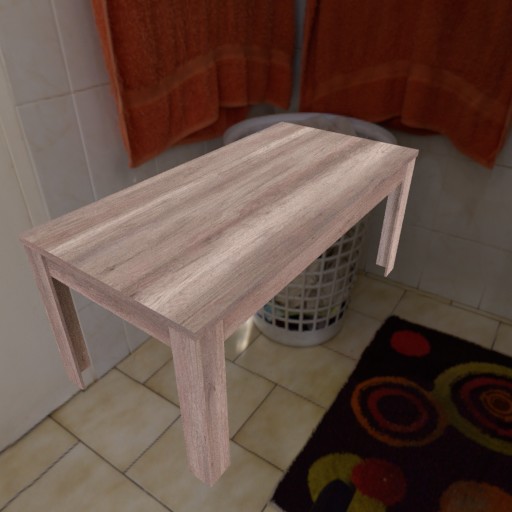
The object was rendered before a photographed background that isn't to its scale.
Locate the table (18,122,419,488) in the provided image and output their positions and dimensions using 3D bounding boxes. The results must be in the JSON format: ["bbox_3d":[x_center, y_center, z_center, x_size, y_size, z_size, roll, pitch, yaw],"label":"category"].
[{"bbox_3d":[0.000,0.000,2.263,0.900,0.790,1.800,22,39,30],"label":"table"}]
